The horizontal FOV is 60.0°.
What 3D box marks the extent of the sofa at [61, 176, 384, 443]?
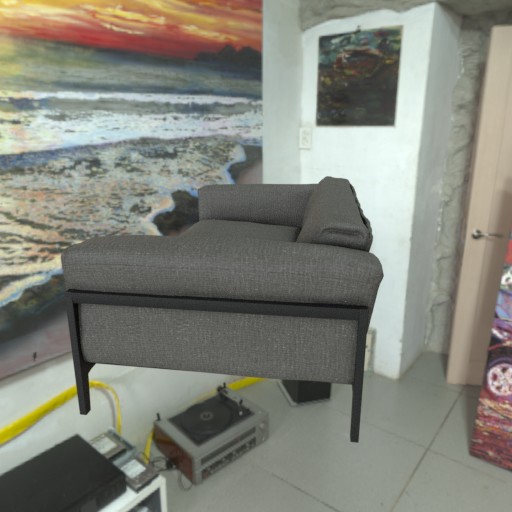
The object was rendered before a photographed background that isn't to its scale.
[{"bbox_3d":[0.000,0.000,2.107,0.960,0.656,1.690,2,16,8],"label":"sofa"}]
